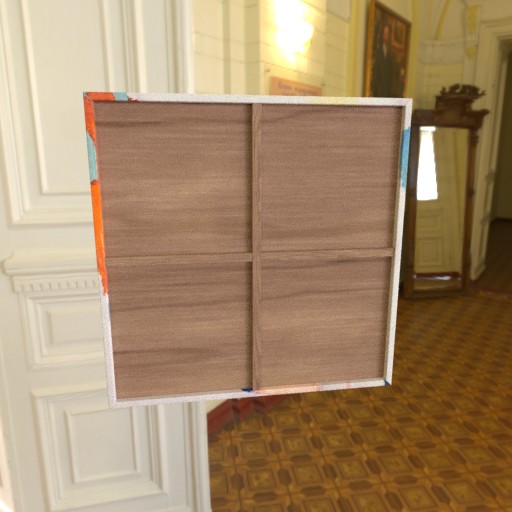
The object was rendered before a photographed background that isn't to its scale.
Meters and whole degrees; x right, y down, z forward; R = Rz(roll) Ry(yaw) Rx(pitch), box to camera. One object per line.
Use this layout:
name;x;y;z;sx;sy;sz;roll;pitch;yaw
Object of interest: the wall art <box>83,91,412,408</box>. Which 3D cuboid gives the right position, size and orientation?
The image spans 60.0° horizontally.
wall art;0.000;0.000;1.190;0.814;0.814;0.037;-2;13;-9
